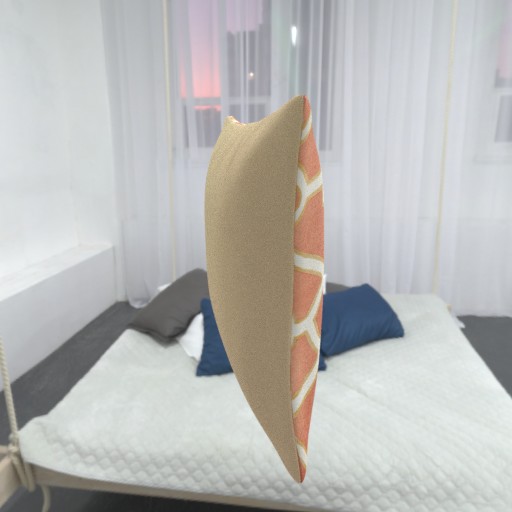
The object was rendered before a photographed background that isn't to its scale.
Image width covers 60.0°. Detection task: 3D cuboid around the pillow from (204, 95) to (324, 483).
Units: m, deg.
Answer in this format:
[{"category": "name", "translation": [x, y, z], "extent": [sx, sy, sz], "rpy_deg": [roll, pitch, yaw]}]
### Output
[{"category": "pillow", "translation": [0.000, 0.000, 0.803], "extent": [0.166, 0.508, 0.552], "rpy_deg": [-3, 15, -11]}]
